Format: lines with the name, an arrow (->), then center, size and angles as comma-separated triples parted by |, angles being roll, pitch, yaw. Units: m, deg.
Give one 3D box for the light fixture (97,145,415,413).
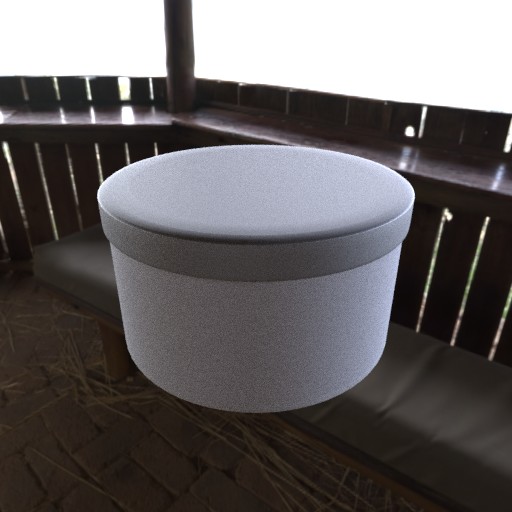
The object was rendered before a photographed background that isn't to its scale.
light fixture -> 0.000, 0.000, 0.627 | 0.393, 0.229, 0.393 | 0, 27, 0
